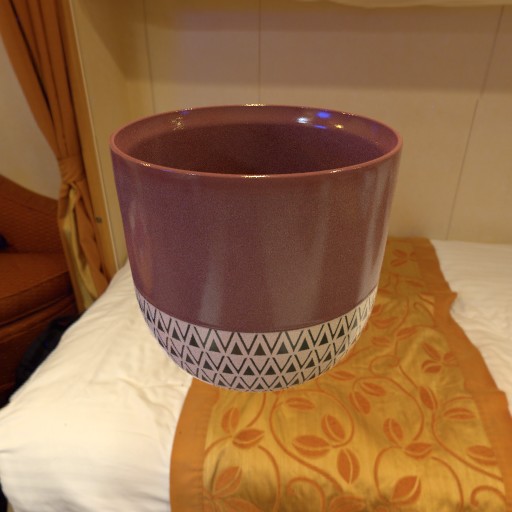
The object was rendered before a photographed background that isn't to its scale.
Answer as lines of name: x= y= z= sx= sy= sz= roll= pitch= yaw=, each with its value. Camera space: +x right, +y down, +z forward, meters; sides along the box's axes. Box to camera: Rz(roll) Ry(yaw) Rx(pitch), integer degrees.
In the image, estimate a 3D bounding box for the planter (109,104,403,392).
planter: x=0.000 y=0.000 z=0.481 sx=0.266 sy=0.270 sz=0.266 roll=0 pitch=29 yaw=0
